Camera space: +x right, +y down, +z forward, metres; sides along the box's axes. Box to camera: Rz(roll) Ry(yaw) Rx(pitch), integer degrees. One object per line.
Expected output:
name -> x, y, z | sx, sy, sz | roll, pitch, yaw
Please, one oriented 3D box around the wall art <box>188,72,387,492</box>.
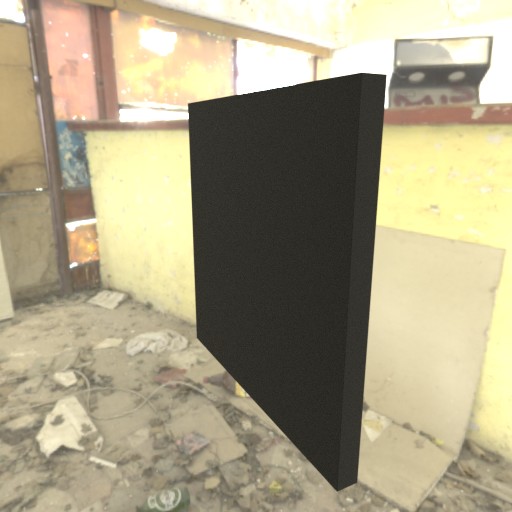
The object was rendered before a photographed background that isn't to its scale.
wall art -> 0.000, 0.000, 0.663 | 0.030, 0.458, 0.462 | -8, 17, -27
